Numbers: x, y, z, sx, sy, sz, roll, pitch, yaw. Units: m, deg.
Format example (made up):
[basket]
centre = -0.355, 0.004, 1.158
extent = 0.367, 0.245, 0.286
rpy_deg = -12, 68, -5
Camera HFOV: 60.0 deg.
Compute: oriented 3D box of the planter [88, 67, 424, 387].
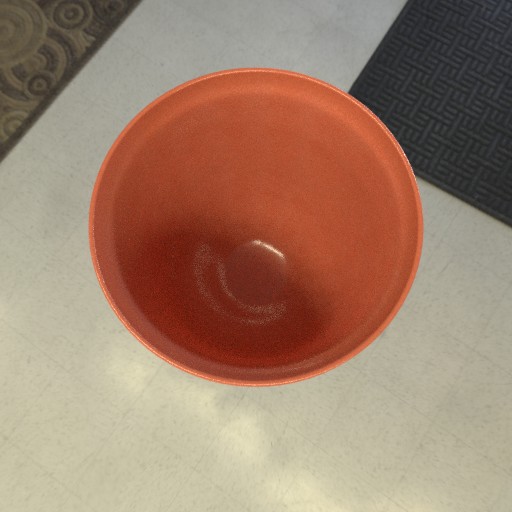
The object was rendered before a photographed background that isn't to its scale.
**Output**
[planter]
centre = 0.000, 0.000, 0.361
extent = 0.195, 0.214, 0.195
rpy_deg = 0, 76, 0
